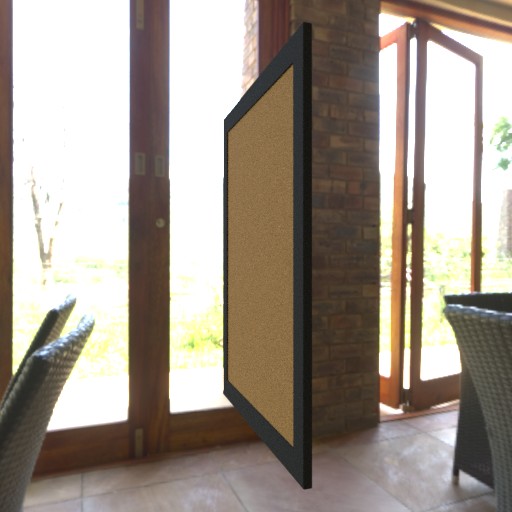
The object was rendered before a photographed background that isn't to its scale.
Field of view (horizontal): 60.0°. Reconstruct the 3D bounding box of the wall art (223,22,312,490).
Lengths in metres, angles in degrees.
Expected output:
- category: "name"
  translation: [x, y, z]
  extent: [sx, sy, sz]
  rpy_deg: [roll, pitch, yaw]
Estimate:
- category: "wall art"
  translation: [0.000, 0.000, 0.679]
  extent: [0.012, 0.529, 0.374]
  rpy_deg: [0, 0, -18]
